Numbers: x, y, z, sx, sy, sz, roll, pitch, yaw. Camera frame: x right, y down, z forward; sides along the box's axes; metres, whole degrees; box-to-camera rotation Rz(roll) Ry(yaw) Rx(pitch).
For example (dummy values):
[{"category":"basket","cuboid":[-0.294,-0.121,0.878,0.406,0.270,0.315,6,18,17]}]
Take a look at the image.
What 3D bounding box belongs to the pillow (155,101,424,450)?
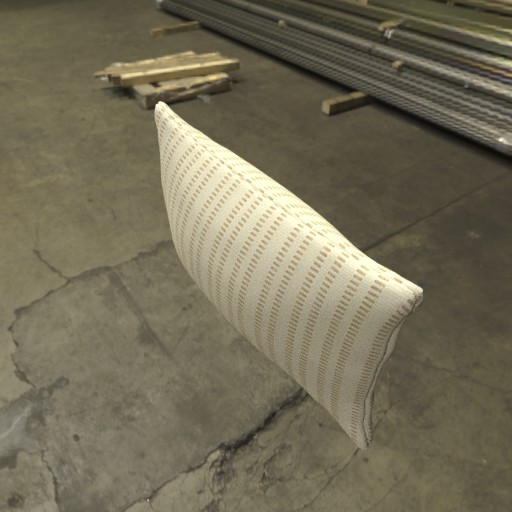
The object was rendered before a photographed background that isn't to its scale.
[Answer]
[{"category":"pillow","cuboid":[0.000,0.000,0.785,0.210,0.353,0.640,-26,48,-26]}]
